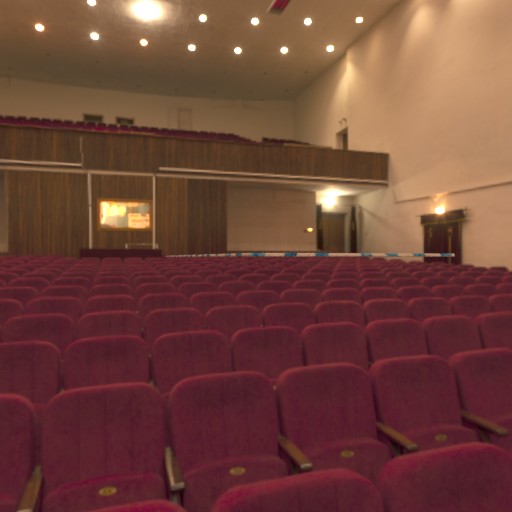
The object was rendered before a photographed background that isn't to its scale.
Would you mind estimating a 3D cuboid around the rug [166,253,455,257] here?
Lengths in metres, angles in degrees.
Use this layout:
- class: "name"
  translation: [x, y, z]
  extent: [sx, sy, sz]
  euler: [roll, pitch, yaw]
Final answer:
- class: "rug"
  translation: [0.000, 0.000, 1.669]
  extent: [0.503, 0.007, 1.492]
  euler: [0, 0, -18]
